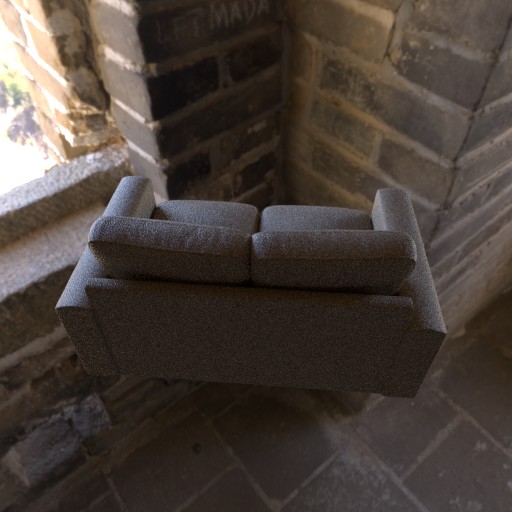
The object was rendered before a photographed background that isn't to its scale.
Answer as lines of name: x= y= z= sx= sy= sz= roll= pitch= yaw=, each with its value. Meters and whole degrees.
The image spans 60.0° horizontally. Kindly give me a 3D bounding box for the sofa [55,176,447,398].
sofa: x=0.000 y=0.000 z=2.245 sx=1.616 sy=0.873 sz=1.016 roll=3 pitch=44 yaw=3
